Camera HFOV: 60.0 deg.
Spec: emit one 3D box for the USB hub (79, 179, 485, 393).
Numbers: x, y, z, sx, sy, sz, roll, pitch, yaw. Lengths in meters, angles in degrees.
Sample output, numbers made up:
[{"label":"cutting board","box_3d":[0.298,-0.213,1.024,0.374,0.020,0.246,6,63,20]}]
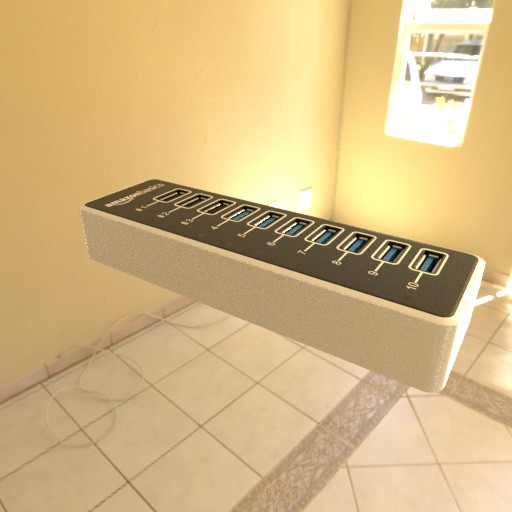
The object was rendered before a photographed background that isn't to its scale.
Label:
[{"label":"USB hub","box_3d":[0.000,0.000,0.163,0.145,0.023,0.044,17,32,29]}]
